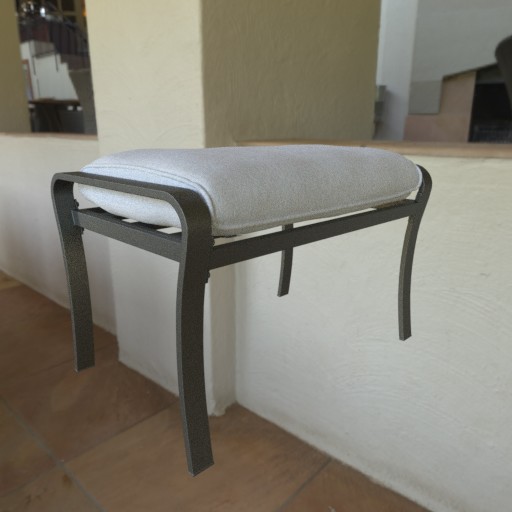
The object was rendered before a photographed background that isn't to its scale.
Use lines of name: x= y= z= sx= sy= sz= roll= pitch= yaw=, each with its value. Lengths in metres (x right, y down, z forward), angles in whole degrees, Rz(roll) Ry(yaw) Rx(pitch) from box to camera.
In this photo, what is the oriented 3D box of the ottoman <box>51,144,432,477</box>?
ottoman: x=0.000 y=0.000 z=0.877 sx=0.610 sy=0.422 sz=0.406 roll=-15 pitch=22 yaw=-42
